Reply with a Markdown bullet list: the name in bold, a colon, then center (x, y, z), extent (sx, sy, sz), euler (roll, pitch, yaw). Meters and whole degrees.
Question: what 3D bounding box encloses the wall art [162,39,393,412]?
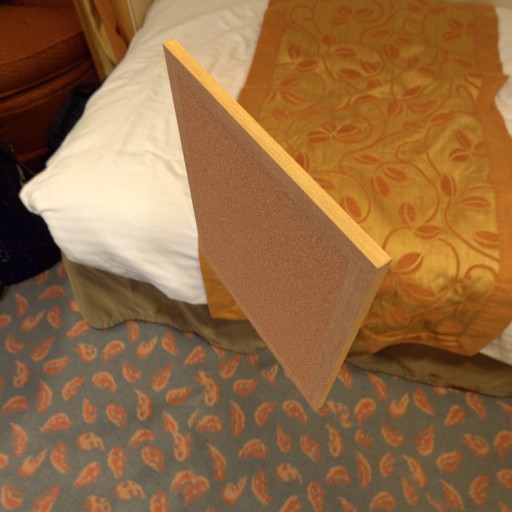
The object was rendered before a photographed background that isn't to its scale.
- **wall art**: center (0.000, 0.000, 0.776), extent (0.020, 0.561, 0.460), euler (-29, 62, -18)
